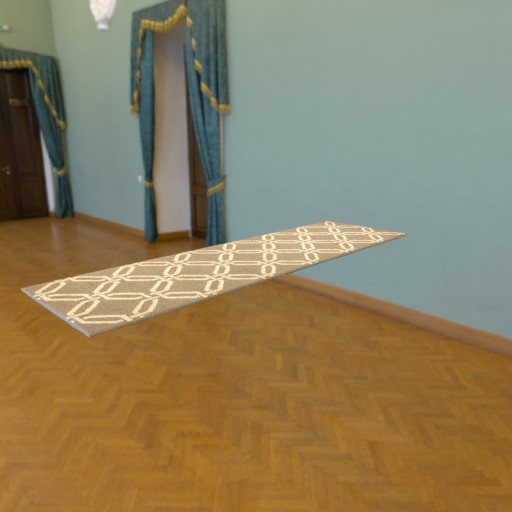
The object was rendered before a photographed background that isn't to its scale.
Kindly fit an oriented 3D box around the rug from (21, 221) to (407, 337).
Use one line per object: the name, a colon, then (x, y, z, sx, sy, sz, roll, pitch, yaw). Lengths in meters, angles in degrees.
rug: (0.000, 0.000, 2.509, 2.276, 0.014, 0.678, -15, 21, -43)
